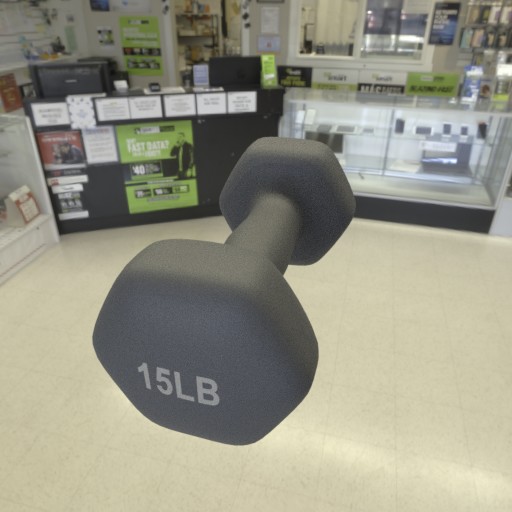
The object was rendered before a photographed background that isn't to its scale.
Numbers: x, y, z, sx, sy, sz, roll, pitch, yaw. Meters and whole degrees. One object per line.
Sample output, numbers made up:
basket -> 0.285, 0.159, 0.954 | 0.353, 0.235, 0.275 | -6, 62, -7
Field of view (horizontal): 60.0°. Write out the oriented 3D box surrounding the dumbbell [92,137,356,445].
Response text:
dumbbell -> 0.000, 0.000, 0.299 | 0.116, 0.105, 0.240 | 9, 32, 15
